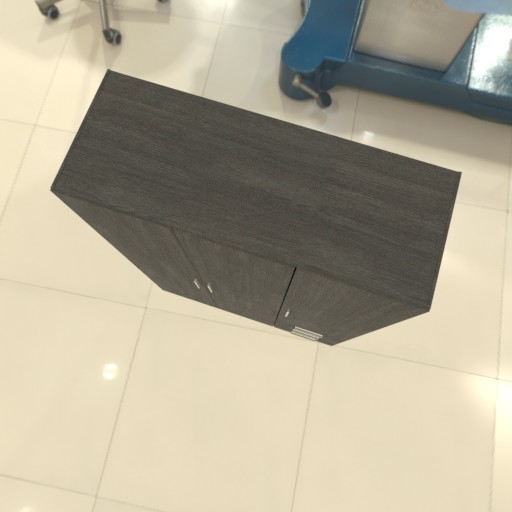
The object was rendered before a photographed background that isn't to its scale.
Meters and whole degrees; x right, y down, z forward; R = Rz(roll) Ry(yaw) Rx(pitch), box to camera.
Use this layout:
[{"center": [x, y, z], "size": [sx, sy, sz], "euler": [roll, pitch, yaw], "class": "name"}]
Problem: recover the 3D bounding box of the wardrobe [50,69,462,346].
[{"center": [0.000, 0.000, 2.403], "size": [1.290, 1.910, 0.510], "euler": [18, 76, 5], "class": "wardrobe"}]
